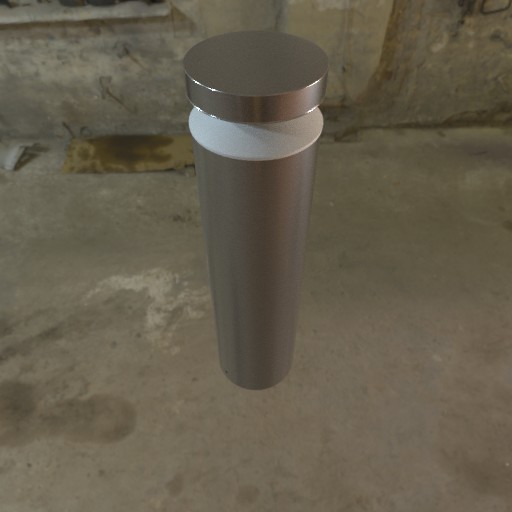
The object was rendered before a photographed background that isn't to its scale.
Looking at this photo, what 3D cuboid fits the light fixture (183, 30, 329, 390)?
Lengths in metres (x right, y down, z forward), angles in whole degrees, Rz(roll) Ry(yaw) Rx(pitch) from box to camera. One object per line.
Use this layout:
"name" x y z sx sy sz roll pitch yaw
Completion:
"light fixture" 0.000 0.000 0.451 0.102 0.400 0.102 -32 55 -26
